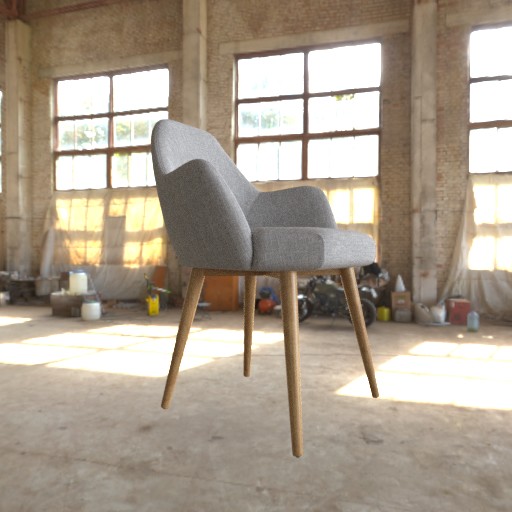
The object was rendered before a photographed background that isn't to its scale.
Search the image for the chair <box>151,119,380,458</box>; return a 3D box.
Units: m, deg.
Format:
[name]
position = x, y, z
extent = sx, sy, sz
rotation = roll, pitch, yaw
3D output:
[chair]
position = 0.000, 0.000, 1.274
extent = 0.610, 0.840, 0.590
rotation = 1, 1, 35
